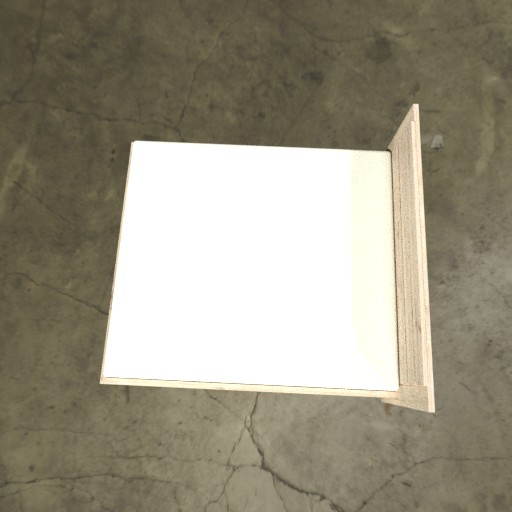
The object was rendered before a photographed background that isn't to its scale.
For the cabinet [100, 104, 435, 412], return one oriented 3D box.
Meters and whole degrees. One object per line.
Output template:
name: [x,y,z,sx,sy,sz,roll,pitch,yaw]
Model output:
cabinet: [0.000,0.000,3.174,2.080,0.970,1.950,3,75,1]
